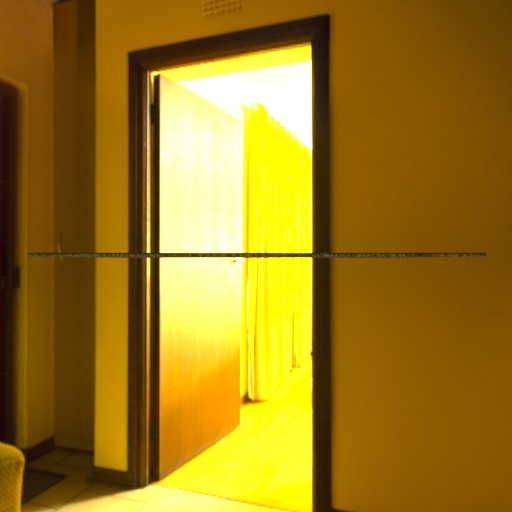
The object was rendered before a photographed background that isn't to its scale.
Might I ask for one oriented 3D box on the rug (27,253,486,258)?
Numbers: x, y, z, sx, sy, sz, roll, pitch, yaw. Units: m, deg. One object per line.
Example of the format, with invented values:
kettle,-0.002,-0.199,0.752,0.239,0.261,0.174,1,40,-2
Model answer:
rug,0.000,0.000,4.300,3.217,0.027,2.405,0,0,-1
